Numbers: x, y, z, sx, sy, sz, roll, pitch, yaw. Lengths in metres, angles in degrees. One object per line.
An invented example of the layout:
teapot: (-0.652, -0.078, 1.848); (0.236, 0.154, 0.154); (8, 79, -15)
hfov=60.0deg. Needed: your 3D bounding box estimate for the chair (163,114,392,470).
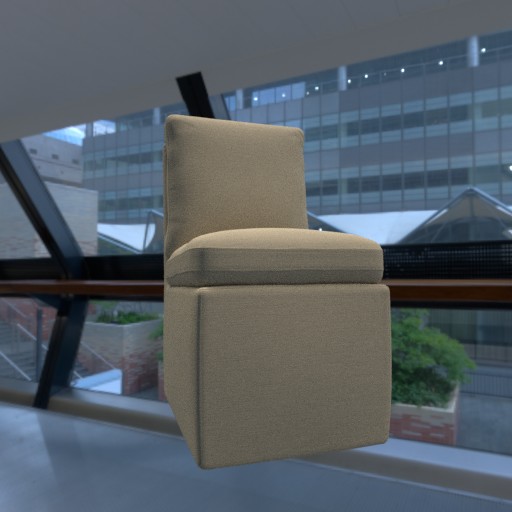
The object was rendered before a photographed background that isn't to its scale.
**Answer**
chair: (0.000, 0.000, 1.320); (0.503, 0.927, 0.698); (0, -1, -18)
